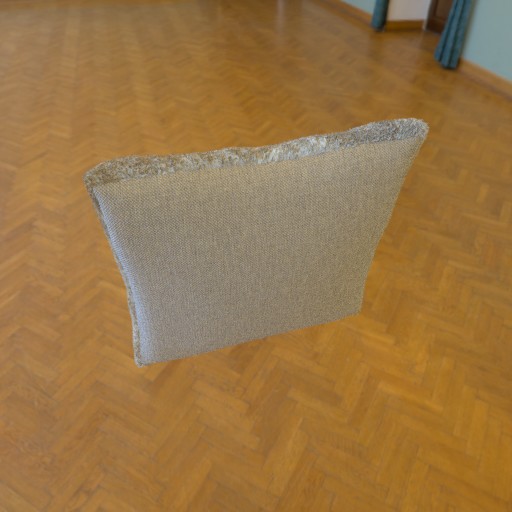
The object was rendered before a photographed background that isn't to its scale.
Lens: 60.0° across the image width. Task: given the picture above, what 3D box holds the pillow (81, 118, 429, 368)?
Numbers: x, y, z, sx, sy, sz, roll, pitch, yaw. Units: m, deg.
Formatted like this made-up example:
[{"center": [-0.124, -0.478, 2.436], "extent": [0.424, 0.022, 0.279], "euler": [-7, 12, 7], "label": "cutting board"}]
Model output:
[{"center": [0.000, 0.000, 0.830], "extent": [0.529, 0.515, 0.218], "euler": [-11, 42, -13], "label": "pillow"}]
